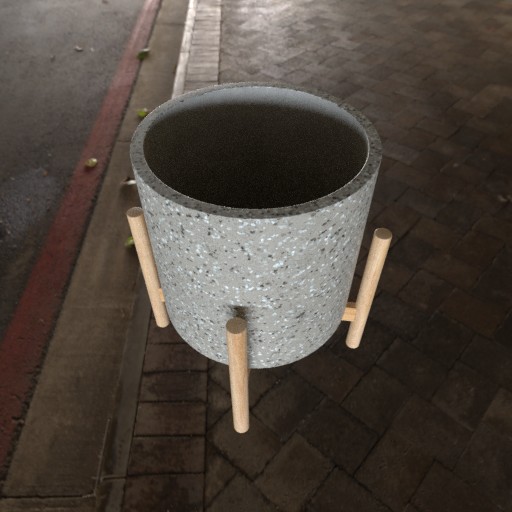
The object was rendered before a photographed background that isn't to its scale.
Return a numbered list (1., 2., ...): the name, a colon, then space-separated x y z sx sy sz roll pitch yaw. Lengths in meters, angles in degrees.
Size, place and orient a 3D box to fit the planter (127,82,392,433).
1. planter: 0.000 0.000 0.693 0.360 0.419 0.360 23 50 20
